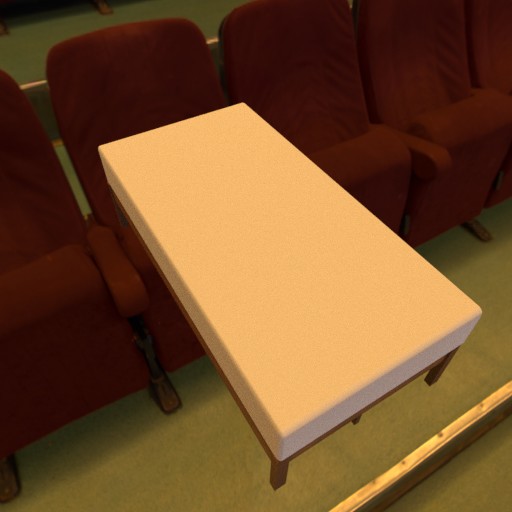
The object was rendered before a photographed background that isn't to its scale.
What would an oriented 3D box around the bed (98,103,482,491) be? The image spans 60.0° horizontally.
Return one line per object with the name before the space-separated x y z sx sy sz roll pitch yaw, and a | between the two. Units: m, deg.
bed | 0.000 0.000 2.343 0.961 0.616 1.902 -24 52 -20
